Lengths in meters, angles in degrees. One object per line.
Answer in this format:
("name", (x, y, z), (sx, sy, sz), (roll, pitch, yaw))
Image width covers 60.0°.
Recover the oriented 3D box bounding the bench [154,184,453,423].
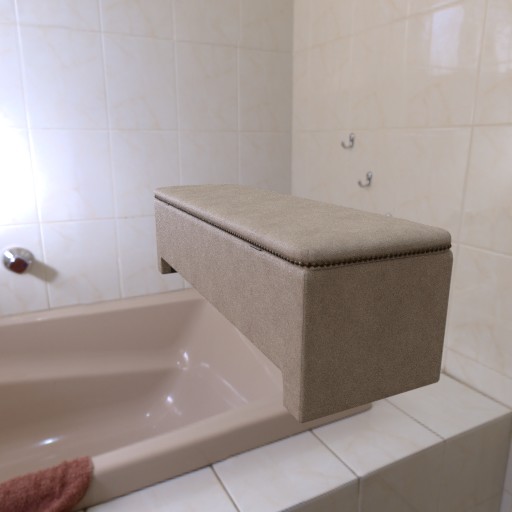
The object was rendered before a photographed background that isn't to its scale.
("bench", (0.000, 0.000, 1.741), (0.470, 0.447, 1.482), (-7, 16, -24))
